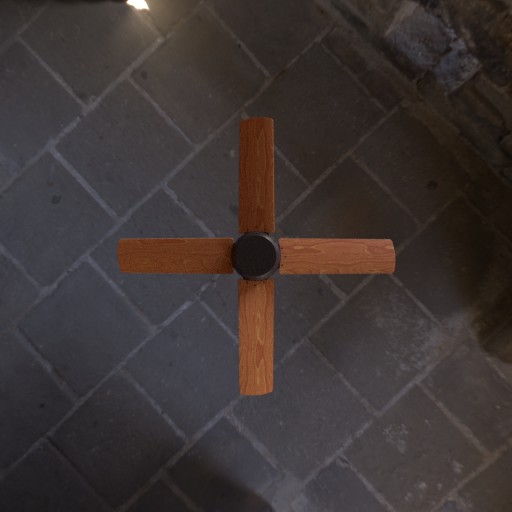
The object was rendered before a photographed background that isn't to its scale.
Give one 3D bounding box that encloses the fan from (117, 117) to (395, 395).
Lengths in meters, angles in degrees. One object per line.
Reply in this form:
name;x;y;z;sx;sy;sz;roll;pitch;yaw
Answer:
fan;0.000;0.000;2.029;1.332;0.403;1.332;0;90;0
